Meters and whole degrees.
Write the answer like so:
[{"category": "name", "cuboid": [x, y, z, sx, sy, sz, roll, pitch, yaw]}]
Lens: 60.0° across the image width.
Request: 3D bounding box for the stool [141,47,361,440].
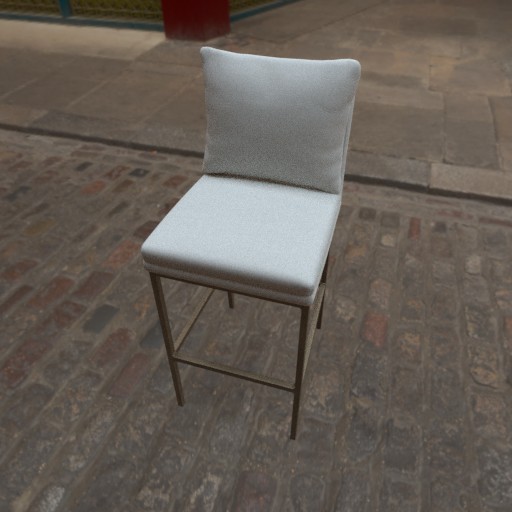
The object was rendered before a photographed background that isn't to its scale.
[{"category": "stool", "cuboid": [0.000, 0.000, 1.416, 0.463, 1.125, 0.572, 11, 42, 13]}]
